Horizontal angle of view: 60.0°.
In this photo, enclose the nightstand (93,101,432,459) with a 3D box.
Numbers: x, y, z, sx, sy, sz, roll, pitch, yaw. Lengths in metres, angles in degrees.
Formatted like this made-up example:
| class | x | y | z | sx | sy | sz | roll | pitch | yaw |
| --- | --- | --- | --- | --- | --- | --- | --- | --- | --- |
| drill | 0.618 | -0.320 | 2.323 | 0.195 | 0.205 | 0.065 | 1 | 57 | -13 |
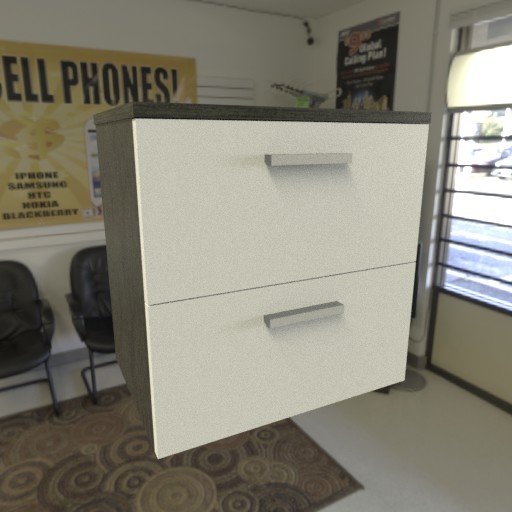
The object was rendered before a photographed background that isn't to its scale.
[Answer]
| class | x | y | z | sx | sy | sz | roll | pitch | yaw |
| --- | --- | --- | --- | --- | --- | --- | --- | --- | --- |
| nightstand | 0.000 | 0.000 | 0.751 | 0.441 | 0.460 | 0.325 | -7 | 17 | -26 |
